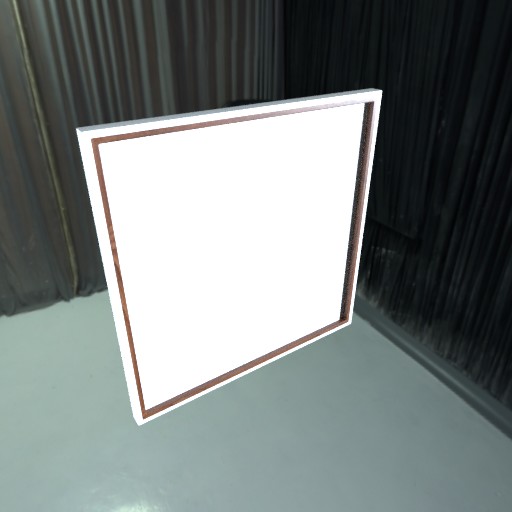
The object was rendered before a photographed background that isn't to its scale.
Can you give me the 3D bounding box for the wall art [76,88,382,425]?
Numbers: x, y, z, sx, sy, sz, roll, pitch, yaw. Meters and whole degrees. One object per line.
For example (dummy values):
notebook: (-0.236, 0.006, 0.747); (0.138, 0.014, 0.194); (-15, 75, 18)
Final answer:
wall art: (0.000, 0.000, 1.541); (1.009, 1.009, 0.049); (-18, 35, -29)
